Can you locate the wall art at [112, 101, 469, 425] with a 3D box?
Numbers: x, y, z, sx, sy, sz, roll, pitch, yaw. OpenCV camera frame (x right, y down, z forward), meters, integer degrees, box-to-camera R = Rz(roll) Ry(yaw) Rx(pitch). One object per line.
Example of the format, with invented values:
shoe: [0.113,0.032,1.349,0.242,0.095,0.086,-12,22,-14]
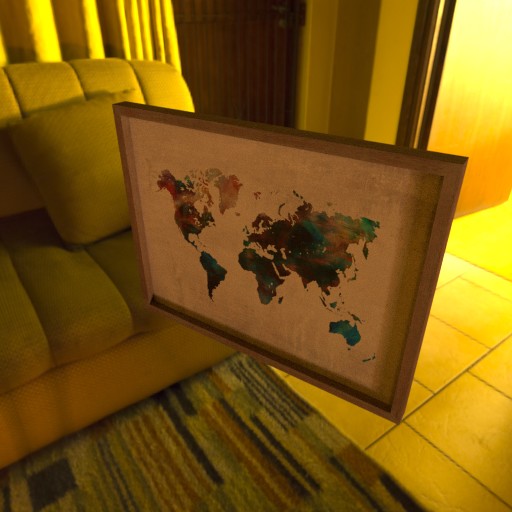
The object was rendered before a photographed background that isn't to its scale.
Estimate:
wall art: [0.000,0.000,1.732,1.320,1.009,0.070,18,35,28]
